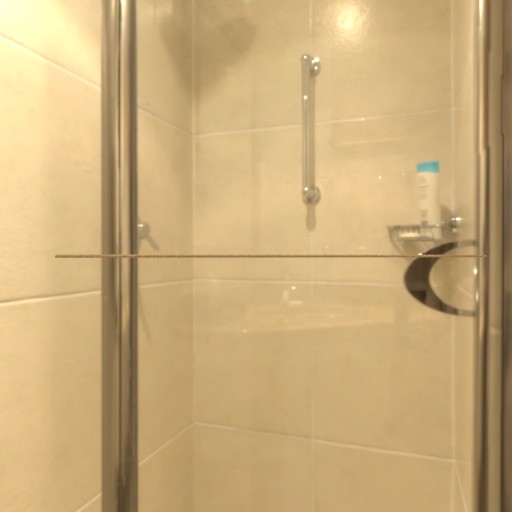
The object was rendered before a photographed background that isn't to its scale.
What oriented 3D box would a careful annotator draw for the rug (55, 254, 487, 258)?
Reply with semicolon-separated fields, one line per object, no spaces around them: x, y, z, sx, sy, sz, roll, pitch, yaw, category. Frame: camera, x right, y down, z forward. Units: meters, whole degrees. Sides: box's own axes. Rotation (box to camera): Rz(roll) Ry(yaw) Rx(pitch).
0.000;0.000;2.797;2.144;0.013;1.509;0;0;-18;rug
